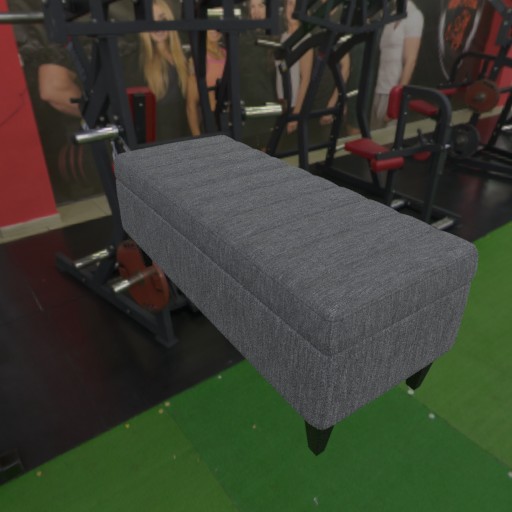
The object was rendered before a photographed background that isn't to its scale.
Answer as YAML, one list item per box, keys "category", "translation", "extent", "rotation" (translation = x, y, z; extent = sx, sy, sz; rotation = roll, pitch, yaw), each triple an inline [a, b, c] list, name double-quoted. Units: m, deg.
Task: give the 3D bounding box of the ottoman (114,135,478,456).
- category: "ottoman"
  translation: [0.000, 0.000, 1.399]
  extent: [0.482, 0.469, 1.151]
  rotation: [-19, 36, -29]
